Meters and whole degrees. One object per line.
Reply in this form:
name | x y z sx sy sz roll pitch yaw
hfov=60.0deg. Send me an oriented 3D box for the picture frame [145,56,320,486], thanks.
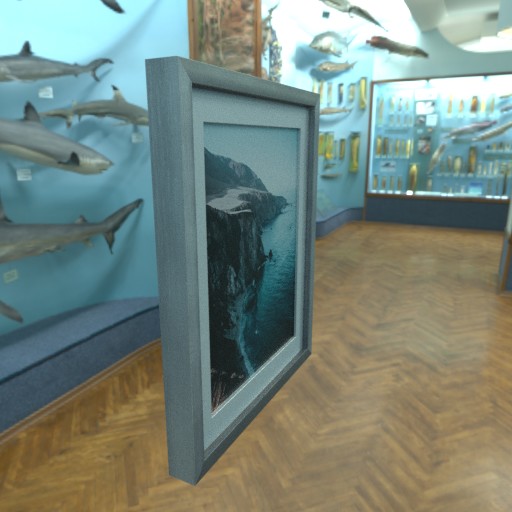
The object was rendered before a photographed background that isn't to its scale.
picture frame | 0.000 0.000 0.751 0.046 0.555 0.449 8 16 27
